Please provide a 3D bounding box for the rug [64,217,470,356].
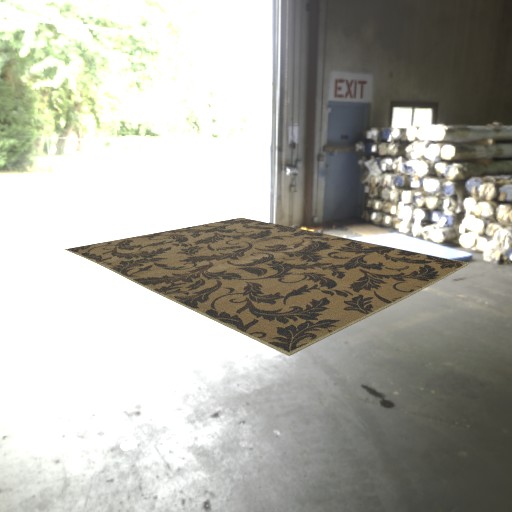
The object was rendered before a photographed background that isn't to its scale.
[{"bbox_3d":[0.000,0.000,4.109,2.380,0.008,2.977,-15,22,-42],"label":"rug"}]
